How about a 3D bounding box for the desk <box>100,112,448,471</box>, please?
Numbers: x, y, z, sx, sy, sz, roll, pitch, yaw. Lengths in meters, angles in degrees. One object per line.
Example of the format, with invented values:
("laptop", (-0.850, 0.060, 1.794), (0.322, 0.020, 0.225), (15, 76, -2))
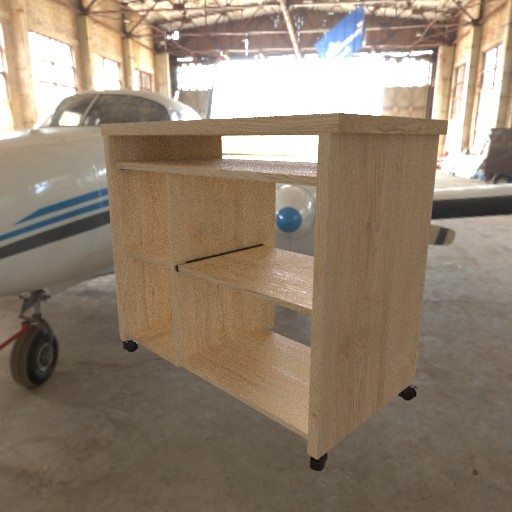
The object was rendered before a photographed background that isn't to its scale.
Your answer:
("desk", (0.000, 0.000, 1.334), (0.885, 0.770, 0.480), (14, 20, 43))
